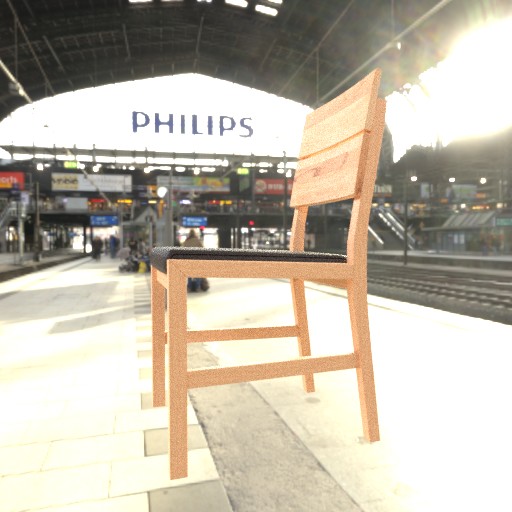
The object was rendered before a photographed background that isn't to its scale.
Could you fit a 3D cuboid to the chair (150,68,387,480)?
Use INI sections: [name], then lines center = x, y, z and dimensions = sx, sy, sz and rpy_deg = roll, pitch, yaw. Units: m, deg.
[chair]
center = 0.000, 0.000, 1.250
dimensions = 0.560, 0.950, 0.475
rpy_deg = -1, 2, -18
